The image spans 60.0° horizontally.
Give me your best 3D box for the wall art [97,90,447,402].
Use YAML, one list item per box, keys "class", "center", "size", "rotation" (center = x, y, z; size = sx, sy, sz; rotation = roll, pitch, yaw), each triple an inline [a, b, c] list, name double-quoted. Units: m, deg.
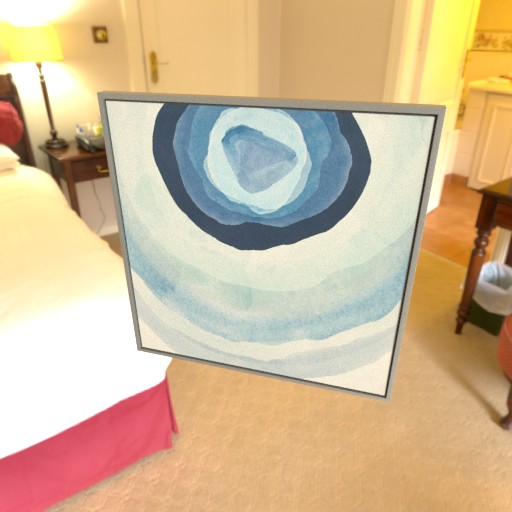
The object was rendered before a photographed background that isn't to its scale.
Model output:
- class: "wall art"
  center: [0.000, 0.000, 1.192]
  size: [0.809, 0.807, 0.038]
  rotation: [8, 28, 14]
